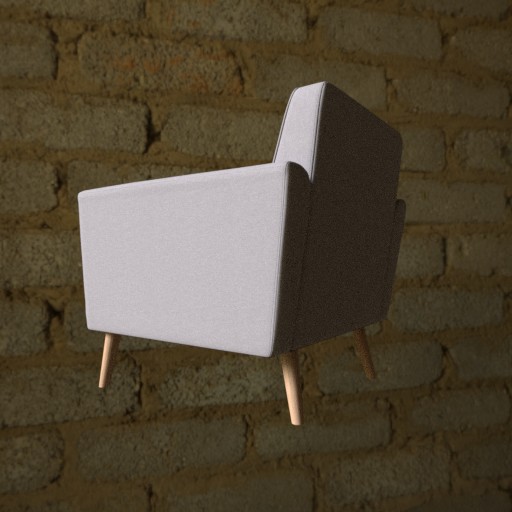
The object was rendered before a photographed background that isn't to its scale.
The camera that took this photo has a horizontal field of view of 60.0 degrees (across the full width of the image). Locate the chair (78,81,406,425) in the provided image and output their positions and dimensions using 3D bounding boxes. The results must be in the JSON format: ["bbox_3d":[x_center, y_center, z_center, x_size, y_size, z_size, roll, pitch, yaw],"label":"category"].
[{"bbox_3d":[0.000,0.000,1.389,0.750,0.780,0.780,0,0,35],"label":"chair"}]
